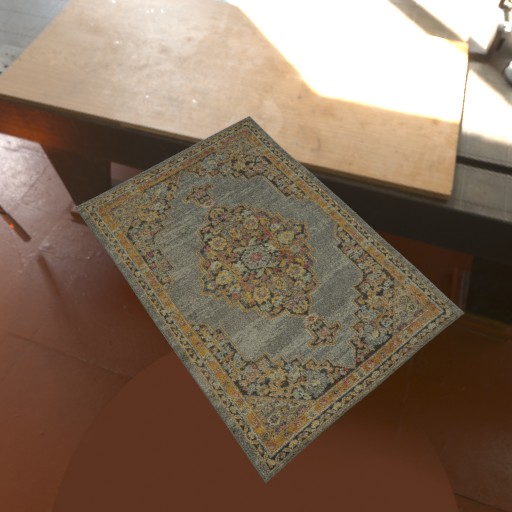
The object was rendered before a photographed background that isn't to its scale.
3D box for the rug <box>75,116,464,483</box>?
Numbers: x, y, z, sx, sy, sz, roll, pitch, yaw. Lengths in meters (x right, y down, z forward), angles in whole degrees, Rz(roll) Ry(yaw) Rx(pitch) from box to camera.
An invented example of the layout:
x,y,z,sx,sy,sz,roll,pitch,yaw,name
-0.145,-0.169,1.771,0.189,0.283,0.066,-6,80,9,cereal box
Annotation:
x,y,z,sx,sy,sz,roll,pitch,yaw,name
0.000,0.000,4.078,2.158,0.024,3.063,-33,64,-18,rug
